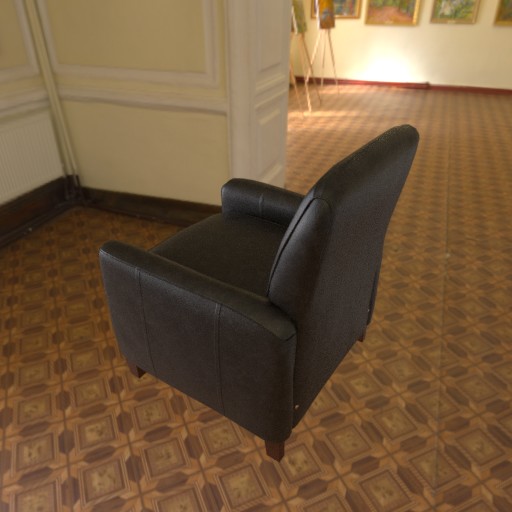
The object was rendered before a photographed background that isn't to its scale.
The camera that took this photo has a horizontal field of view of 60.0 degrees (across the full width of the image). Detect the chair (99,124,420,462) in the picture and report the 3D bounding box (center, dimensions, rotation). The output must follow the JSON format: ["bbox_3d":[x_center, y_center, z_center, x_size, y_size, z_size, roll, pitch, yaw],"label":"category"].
[{"bbox_3d":[0.000,0.000,1.654,0.864,1.014,0.848,19,36,29],"label":"chair"}]
